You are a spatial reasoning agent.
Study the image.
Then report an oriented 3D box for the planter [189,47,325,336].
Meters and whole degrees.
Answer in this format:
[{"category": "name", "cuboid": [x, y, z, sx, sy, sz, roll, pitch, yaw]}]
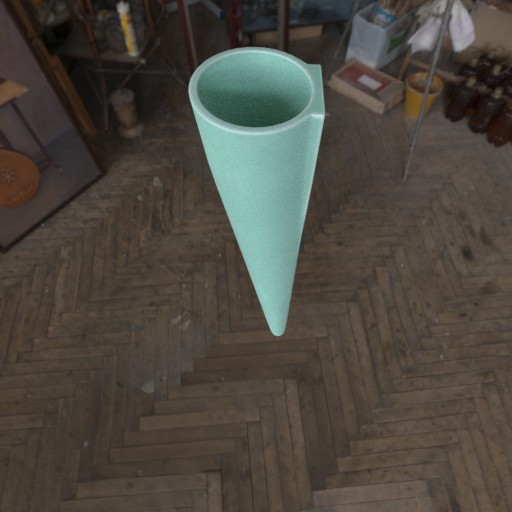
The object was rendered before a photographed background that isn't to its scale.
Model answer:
[{"category": "planter", "cuboid": [0.000, 0.000, 0.295, 0.055, 0.268, 0.054, 1, 59, 1]}]
